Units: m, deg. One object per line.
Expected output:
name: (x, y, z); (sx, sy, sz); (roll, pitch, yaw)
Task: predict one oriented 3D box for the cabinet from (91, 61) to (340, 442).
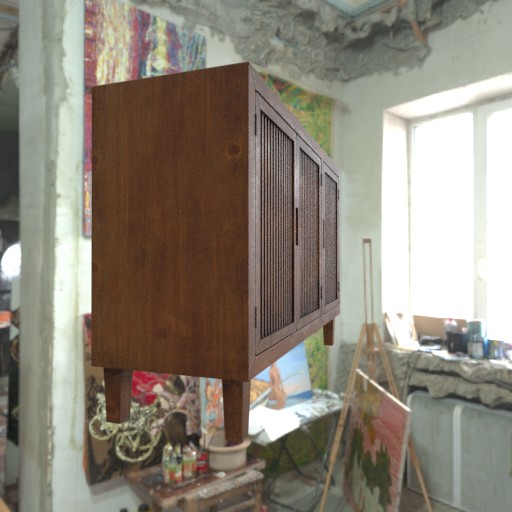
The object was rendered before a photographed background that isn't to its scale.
cabinet: (0.000, 0.000, 1.554); (0.403, 0.805, 1.204); (0, 0, 20)
